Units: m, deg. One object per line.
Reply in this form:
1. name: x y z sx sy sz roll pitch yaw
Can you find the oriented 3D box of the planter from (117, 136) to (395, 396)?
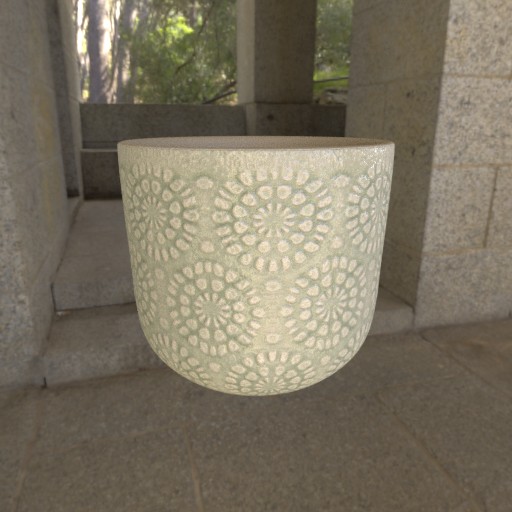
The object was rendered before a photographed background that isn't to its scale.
1. planter: 0.000 0.000 0.303 0.169 0.153 0.169 0 17 0
